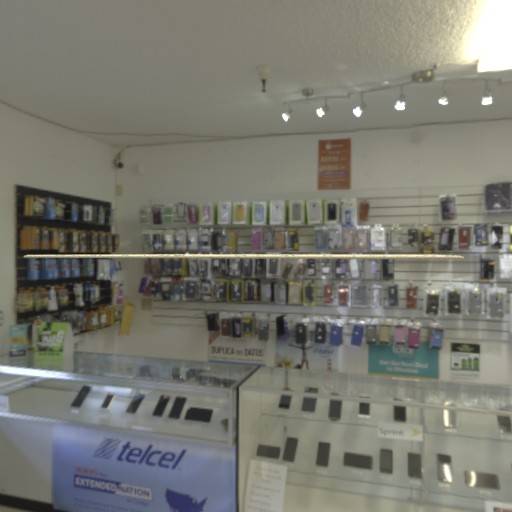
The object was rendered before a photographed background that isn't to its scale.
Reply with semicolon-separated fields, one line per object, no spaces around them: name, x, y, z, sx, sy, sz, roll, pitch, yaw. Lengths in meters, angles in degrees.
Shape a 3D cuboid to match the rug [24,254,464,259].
rug;0.000;0.000;3.456;2.746;0.018;1.819;0;0;19
